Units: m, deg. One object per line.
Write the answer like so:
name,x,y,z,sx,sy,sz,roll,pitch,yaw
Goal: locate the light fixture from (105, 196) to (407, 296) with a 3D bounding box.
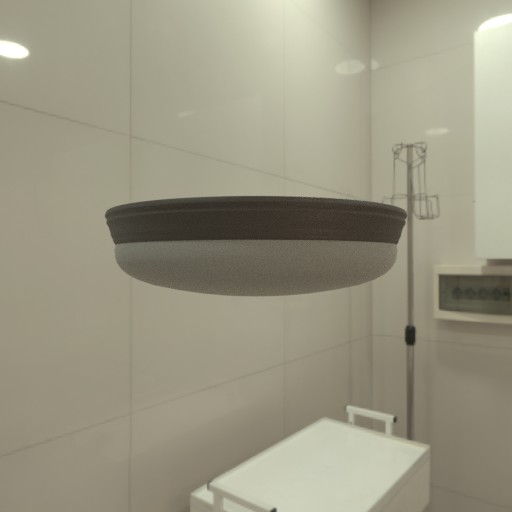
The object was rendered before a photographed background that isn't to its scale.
light fixture,0.000,0.000,0.569,0.368,0.100,0.368,0,-1,0
